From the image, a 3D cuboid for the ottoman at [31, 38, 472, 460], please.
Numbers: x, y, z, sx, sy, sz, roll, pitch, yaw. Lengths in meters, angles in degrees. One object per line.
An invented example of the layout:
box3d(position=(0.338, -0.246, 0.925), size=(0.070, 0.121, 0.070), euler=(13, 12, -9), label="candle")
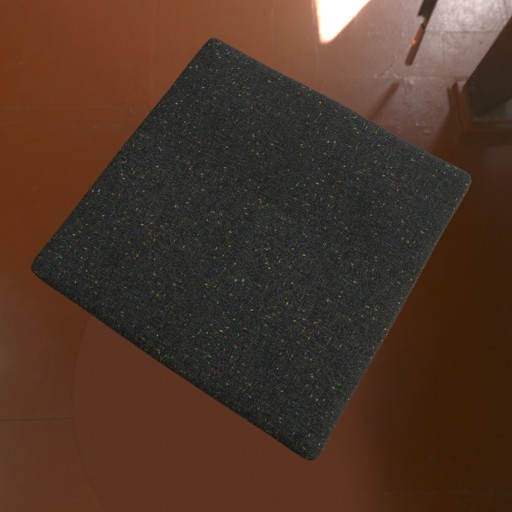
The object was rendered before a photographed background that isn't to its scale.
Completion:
box3d(position=(0.000, 0.000, 0.862), size=(0.508, 0.432, 0.508), euler=(32, 77, 8), label="ottoman")
